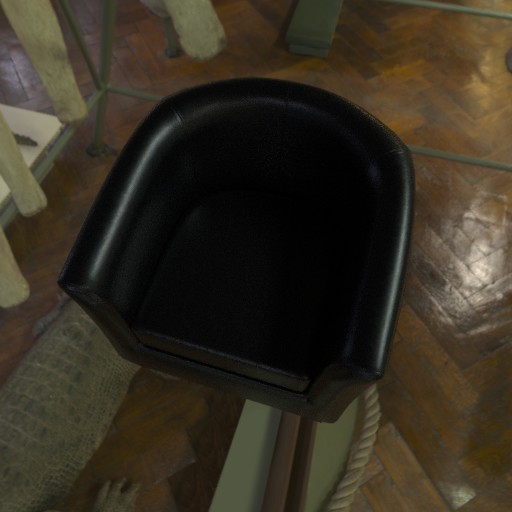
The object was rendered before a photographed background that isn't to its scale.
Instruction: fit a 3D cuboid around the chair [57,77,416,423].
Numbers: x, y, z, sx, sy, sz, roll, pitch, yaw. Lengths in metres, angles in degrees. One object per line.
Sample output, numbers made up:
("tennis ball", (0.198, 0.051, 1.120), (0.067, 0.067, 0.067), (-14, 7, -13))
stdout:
("chair", (0.000, 0.000, 1.356), (0.793, 0.756, 0.727), (15, 59, 9))
